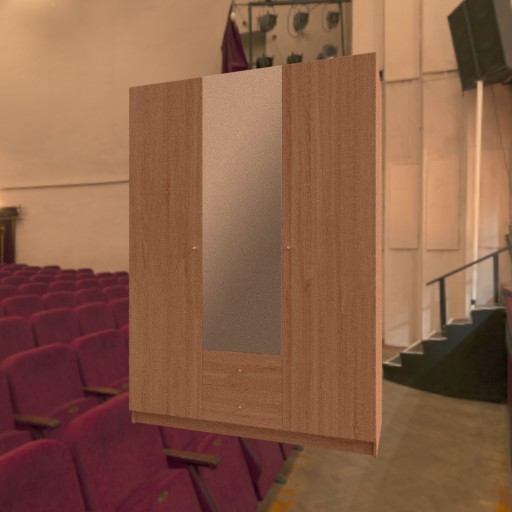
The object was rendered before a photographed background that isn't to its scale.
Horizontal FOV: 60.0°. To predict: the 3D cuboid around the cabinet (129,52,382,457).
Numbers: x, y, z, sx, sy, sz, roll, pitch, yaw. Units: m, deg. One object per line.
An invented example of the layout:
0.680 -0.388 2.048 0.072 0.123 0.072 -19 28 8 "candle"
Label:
0.000 0.000 2.797 1.500 2.120 0.590 0 0 19 "cabinet"
